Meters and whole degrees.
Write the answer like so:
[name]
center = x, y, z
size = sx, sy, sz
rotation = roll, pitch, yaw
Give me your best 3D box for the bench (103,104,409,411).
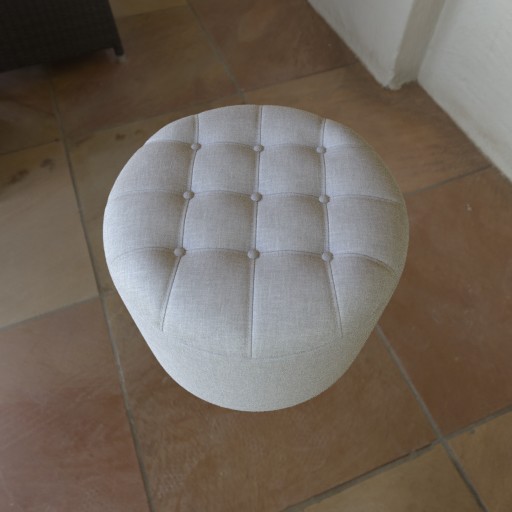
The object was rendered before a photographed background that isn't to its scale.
[bench]
center = 0.000, 0.000, 1.010
size = 0.600, 0.453, 0.600
rotation = 0, 58, 0
